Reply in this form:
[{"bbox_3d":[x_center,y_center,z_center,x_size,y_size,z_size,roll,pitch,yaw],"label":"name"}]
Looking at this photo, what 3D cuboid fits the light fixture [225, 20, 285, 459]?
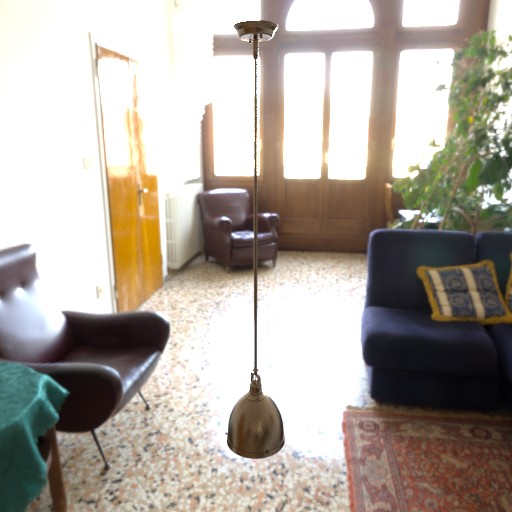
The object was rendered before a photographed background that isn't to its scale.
[{"bbox_3d":[0.000,0.000,1.442,0.211,1.367,0.217,-7,15,-26],"label":"light fixture"}]
